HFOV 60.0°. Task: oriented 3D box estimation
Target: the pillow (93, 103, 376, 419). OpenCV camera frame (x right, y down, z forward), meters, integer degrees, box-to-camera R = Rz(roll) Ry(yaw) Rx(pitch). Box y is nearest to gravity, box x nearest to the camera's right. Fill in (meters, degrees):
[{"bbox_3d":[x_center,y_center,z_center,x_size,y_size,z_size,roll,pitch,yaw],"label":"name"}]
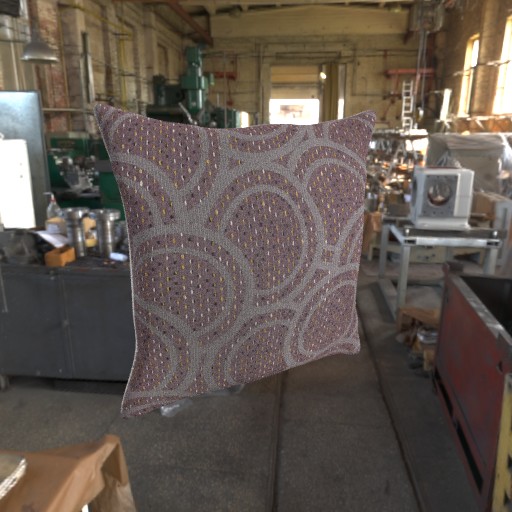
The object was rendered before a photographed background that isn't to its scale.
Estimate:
[{"bbox_3d":[0.000,0.000,0.800,0.514,0.513,0.163,-8,17,-27],"label":"pillow"}]
